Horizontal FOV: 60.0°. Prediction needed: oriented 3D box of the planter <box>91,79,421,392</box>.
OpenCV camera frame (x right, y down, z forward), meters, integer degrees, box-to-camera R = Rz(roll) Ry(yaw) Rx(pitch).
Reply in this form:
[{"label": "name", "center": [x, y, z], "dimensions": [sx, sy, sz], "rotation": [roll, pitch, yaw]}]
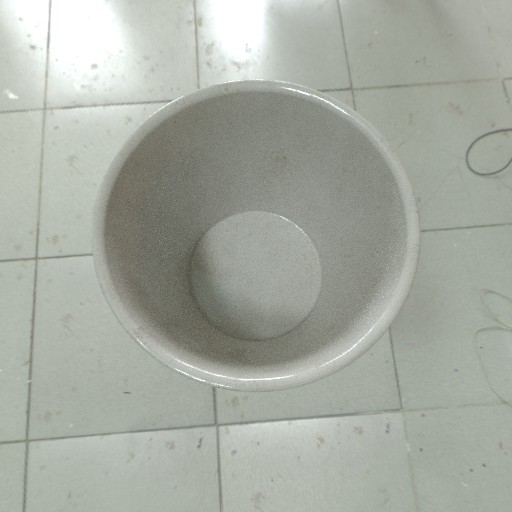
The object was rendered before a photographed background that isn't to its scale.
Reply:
[{"label": "planter", "center": [0.000, 0.000, 0.457], "dimensions": [0.260, 0.220, 0.260], "rotation": [0, 75, 0]}]
